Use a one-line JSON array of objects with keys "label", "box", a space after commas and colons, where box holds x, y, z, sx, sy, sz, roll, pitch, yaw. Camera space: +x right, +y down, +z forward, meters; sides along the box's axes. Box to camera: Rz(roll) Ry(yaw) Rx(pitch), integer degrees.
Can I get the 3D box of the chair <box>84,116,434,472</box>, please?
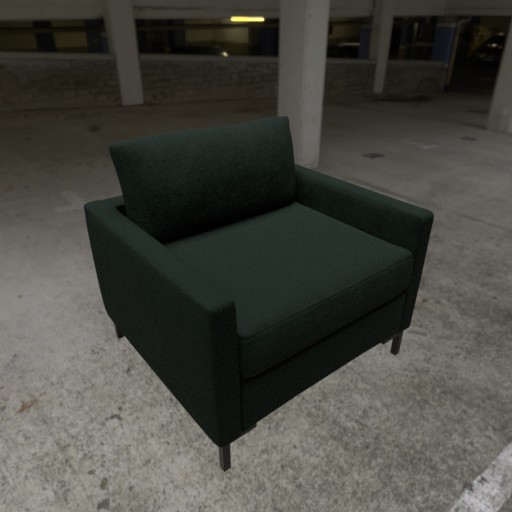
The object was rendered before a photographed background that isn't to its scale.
[{"label": "chair", "box": [0.000, 0.000, 1.655, 0.963, 0.861, 0.866, -21, 35, -33]}]
